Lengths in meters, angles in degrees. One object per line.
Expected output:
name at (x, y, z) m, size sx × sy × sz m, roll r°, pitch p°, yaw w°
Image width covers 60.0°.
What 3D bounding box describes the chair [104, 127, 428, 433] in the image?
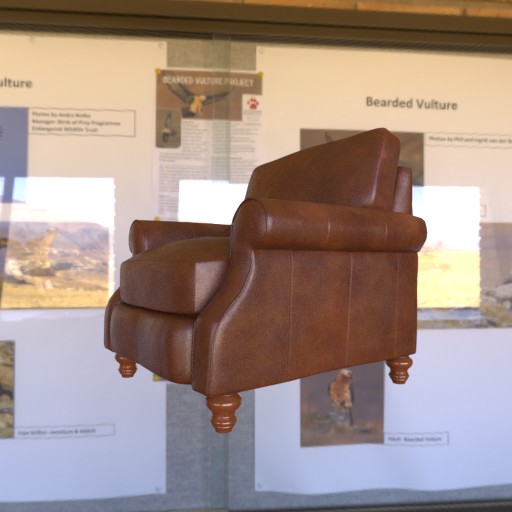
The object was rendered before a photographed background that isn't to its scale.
chair at (0.000, 0.000, 1.737) m, size 0.992 × 0.972 × 0.989 m, roll 1°, pitch -1°, yaw -37°
